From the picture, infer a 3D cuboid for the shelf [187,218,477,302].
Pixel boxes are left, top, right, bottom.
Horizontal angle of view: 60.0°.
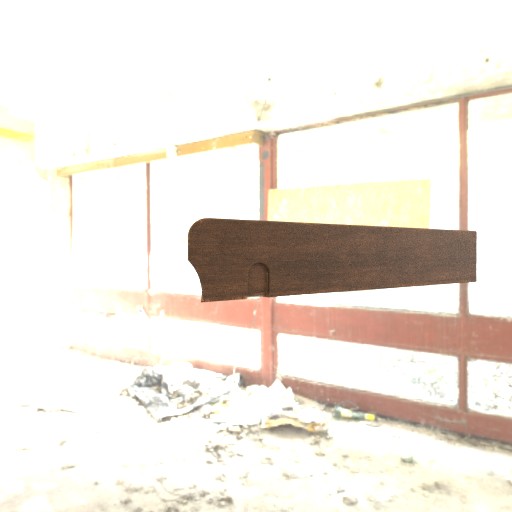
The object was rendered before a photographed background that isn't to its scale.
[{"bbox_3d":[0.000,0.000,0.468,0.310,0.050,0.310,0,1,-35],"label":"shelf"}]
